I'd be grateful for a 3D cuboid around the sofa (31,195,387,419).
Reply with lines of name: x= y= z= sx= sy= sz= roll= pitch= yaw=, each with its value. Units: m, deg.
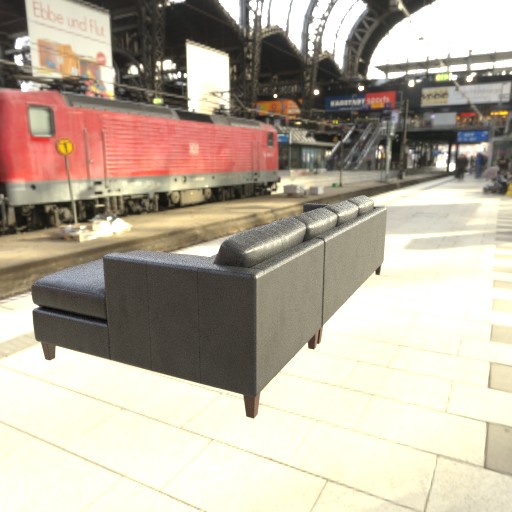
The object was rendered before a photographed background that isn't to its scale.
sofa: x=0.000 y=0.000 z=3.787 sx=1.581 sy=0.883 sz=3.203 roll=6 pitch=14 yaw=26
